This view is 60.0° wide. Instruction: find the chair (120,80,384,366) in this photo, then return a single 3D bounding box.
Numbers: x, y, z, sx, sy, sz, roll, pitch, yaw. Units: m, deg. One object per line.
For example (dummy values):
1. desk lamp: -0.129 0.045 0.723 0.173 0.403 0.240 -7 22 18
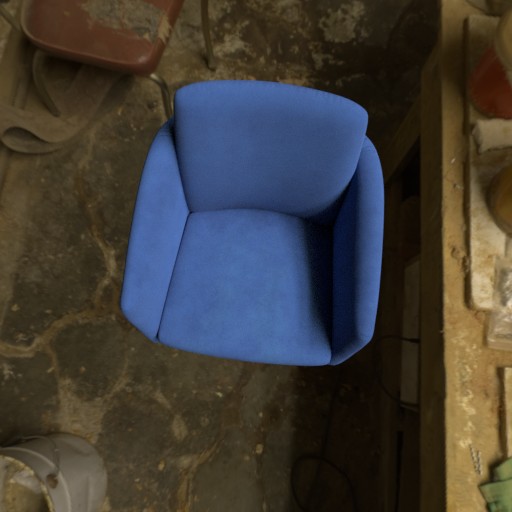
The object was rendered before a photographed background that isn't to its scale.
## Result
1. chair: 0.000 0.000 1.364 0.641 0.908 0.635 7 75 2
